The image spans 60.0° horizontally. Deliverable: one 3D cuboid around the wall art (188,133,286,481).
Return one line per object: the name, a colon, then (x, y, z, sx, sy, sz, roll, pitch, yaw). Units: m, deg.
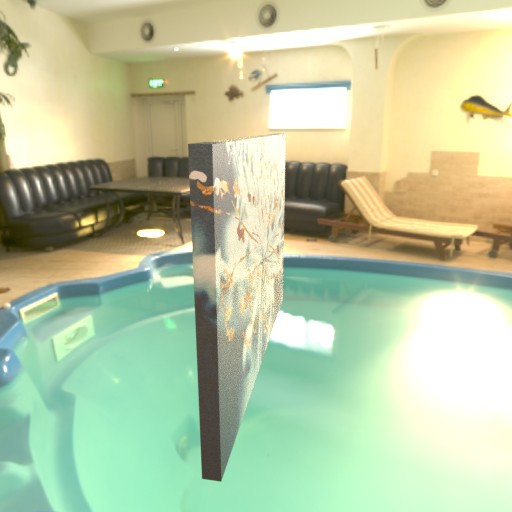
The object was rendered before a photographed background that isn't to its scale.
wall art: (0.000, 0.000, 1.171, 0.038, 0.608, 0.912, 3, 17, 10)
